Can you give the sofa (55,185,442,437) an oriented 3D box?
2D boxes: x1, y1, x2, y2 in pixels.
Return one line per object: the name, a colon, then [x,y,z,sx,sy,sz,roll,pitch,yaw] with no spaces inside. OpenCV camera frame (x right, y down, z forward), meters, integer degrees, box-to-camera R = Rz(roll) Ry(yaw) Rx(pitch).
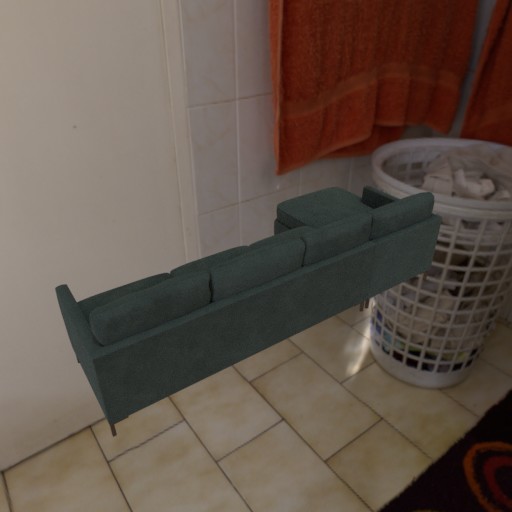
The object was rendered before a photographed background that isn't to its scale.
sofa: [0.000,0.000,4.090,3.400,0.967,1.500,-20,37,-29]
